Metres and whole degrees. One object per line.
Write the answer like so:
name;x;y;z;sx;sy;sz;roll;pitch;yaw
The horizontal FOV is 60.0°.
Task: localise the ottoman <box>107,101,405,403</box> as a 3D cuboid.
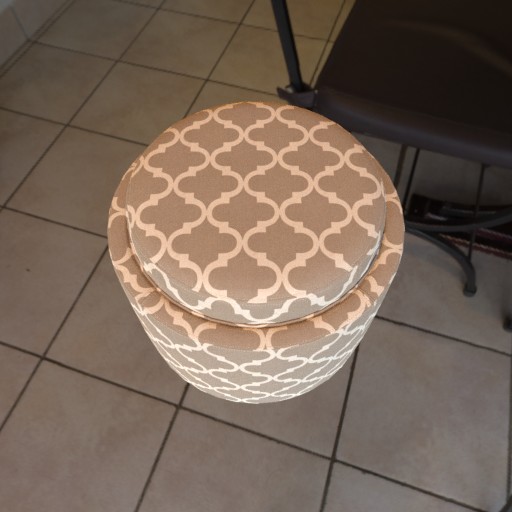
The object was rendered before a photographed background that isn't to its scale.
ottoman;0.000;0.000;0.833;0.480;0.429;0.480;0;59;0
